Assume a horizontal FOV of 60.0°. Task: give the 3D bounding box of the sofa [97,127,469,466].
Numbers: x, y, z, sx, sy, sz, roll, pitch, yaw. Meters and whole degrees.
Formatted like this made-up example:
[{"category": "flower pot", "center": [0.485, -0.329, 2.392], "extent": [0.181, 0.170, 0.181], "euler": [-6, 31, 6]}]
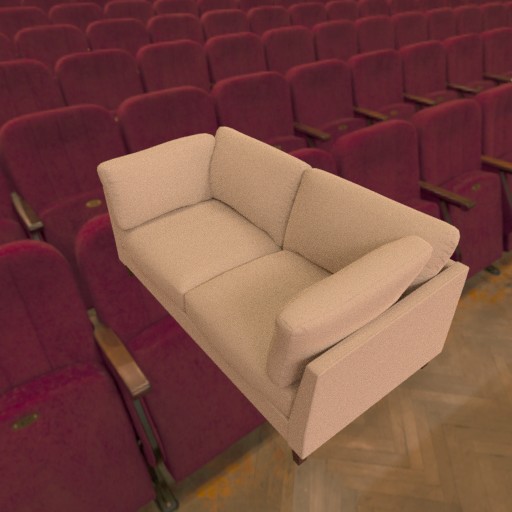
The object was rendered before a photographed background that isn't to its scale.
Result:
[{"category": "sofa", "center": [0.000, 0.000, 2.314], "extent": [0.970, 0.836, 1.776], "euler": [-23, 41, -30]}]
